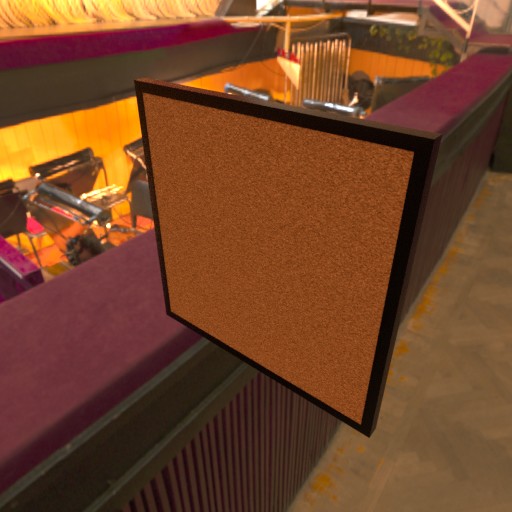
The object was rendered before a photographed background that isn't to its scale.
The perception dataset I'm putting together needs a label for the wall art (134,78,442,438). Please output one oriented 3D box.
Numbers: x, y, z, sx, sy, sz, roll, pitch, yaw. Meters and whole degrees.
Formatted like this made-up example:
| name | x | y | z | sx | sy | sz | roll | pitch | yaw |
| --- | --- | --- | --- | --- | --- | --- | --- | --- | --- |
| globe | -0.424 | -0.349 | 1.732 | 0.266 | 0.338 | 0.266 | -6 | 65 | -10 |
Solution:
| name | x | y | z | sx | sy | sz | roll | pitch | yaw |
| --- | --- | --- | --- | --- | --- | --- | --- | --- | --- |
| wall art | 0.000 | 0.000 | 1.116 | 0.756 | 0.755 | 0.036 | 23 | 39 | 32 |
